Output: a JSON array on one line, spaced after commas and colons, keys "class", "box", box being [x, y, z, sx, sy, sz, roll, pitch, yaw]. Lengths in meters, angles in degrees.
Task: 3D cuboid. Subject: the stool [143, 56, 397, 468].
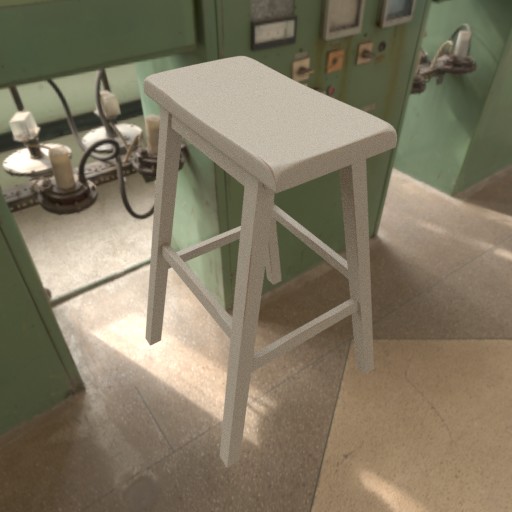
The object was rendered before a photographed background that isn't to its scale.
[{"class": "stool", "box": [0.000, 0.000, 1.023, 0.476, 0.737, 0.457, -24, 47, -25]}]
